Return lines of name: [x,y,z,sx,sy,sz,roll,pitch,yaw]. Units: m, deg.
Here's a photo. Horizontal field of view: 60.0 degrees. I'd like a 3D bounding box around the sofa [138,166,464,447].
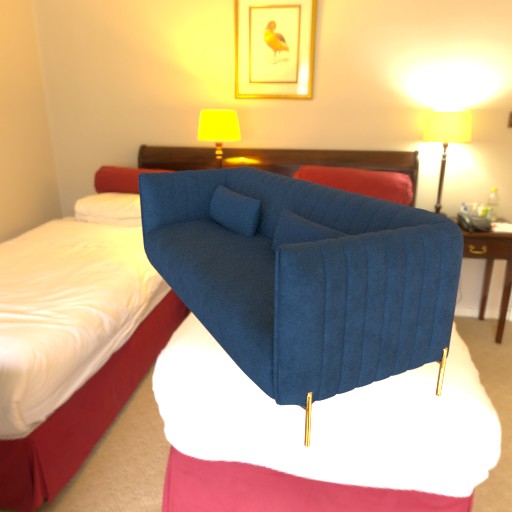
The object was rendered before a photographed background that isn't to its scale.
sofa: [0.000,0.000,2.563,0.896,0.793,2.136,-9,20,-25]
